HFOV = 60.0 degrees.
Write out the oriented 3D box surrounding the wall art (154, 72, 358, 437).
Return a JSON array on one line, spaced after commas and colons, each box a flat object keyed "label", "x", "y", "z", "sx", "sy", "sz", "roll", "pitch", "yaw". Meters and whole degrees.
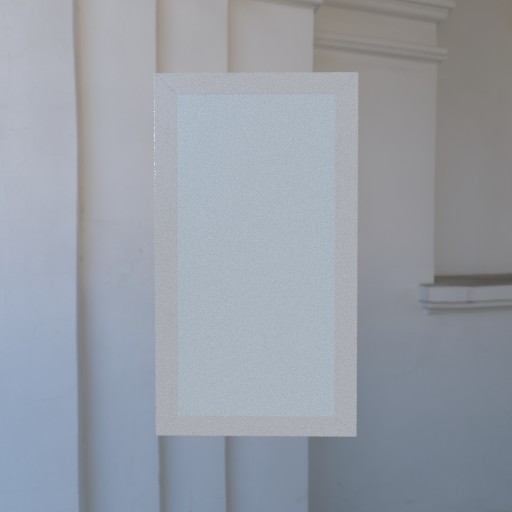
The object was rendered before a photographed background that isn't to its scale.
[{"label": "wall art", "x": 0.000, "y": 0.000, "z": 0.839, "sx": 0.380, "sy": 0.683, "sz": 0.013, "roll": 0, "pitch": 1, "yaw": 1}]
